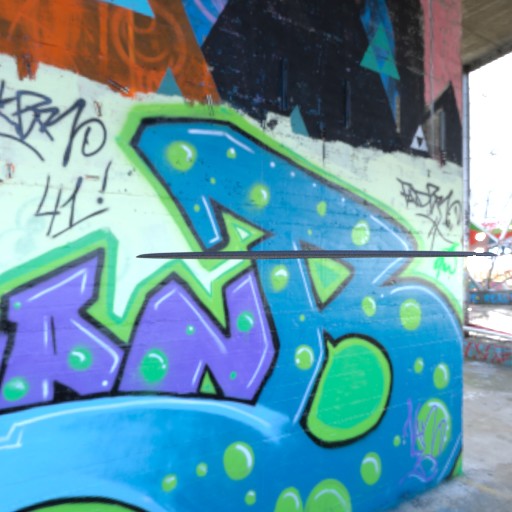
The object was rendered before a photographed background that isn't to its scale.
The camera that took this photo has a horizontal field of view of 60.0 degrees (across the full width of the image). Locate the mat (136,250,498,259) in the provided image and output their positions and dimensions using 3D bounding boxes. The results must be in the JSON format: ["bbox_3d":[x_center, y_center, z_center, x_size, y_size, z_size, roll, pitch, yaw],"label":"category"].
[{"bbox_3d":[0.000,0.000,1.816,0.917,0.016,1.525,1,-1,-34],"label":"mat"}]
